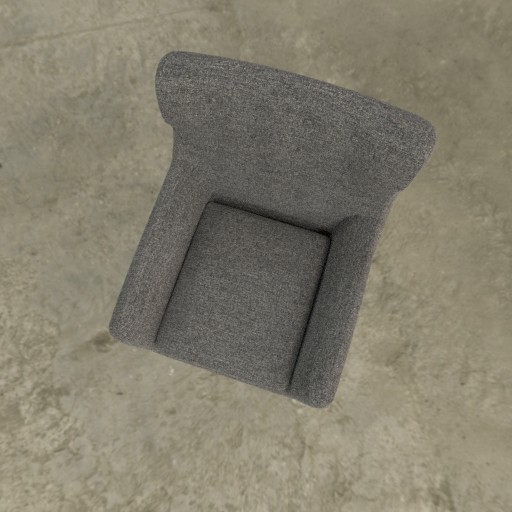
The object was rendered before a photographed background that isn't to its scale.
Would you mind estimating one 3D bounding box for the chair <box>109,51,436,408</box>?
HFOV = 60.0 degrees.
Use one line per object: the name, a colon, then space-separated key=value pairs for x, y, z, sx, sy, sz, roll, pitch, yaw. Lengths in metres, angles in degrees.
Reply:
chair: x=0.000 y=0.000 z=1.721 sx=0.889 sy=1.039 sz=0.940 roll=17 pitch=76 yaw=5
